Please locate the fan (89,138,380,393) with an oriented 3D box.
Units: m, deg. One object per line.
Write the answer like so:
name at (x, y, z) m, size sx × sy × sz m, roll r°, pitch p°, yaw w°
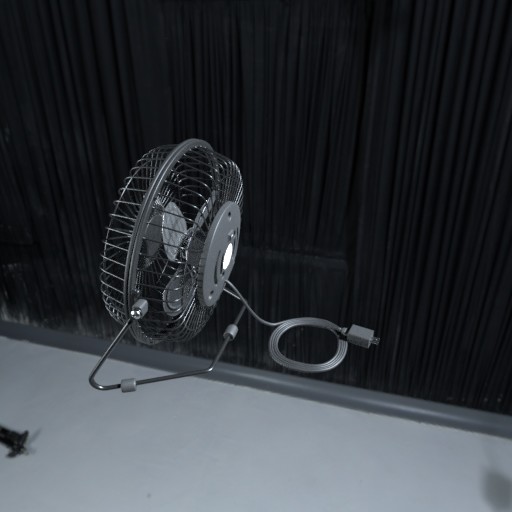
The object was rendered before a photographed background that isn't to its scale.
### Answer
fan at (0.000, 0.000, 0.381) m, size 0.227 × 0.188 × 0.209 m, roll 8°, pitch 30°, yaw 14°
